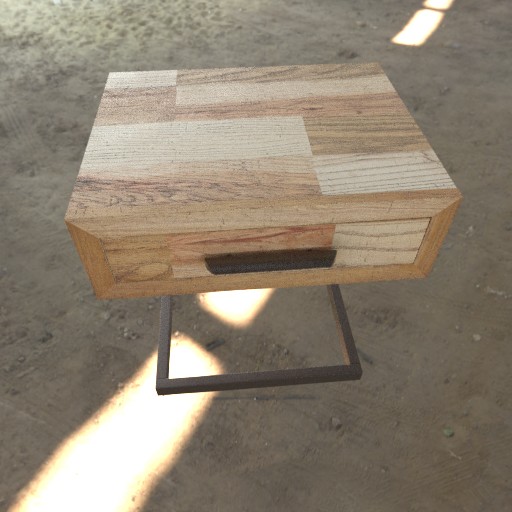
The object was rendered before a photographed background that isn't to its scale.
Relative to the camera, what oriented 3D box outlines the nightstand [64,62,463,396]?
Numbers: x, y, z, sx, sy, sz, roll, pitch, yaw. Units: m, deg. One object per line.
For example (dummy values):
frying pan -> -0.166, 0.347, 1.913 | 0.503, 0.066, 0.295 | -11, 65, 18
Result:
nightstand -> 0.000, 0.000, 0.983 | 0.558, 0.632, 0.481 | -4, 47, -3
